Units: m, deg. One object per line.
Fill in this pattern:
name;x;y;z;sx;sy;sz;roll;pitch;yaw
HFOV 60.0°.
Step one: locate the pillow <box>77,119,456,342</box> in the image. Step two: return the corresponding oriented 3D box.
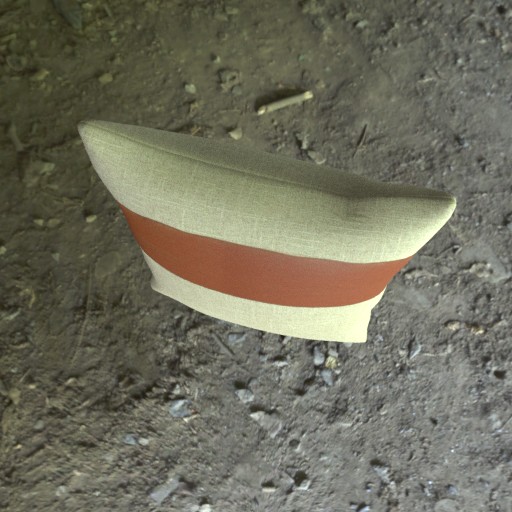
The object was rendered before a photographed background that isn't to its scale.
pillow;0.000;0.000;0.635;0.414;0.399;0.173;14;60;8
